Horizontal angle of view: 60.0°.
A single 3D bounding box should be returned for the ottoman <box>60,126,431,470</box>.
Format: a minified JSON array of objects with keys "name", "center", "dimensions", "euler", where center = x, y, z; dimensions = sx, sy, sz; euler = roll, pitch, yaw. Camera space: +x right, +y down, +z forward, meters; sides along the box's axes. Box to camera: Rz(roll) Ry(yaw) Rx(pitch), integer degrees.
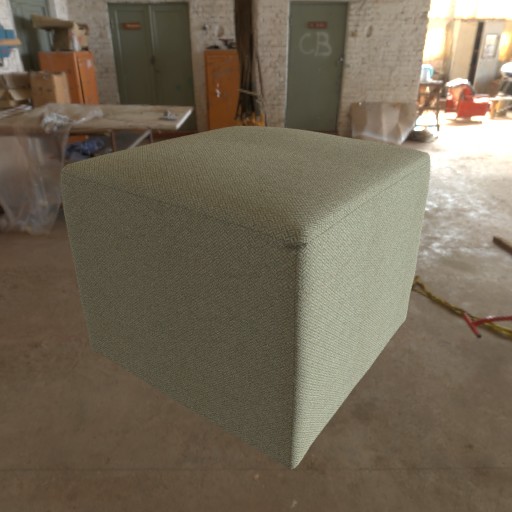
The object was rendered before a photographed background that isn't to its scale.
[{"name":"ottoman","center":[0.000,0.000,0.903],"dimensions":[0.512,0.453,0.521],"euler":[18,31,32]}]
